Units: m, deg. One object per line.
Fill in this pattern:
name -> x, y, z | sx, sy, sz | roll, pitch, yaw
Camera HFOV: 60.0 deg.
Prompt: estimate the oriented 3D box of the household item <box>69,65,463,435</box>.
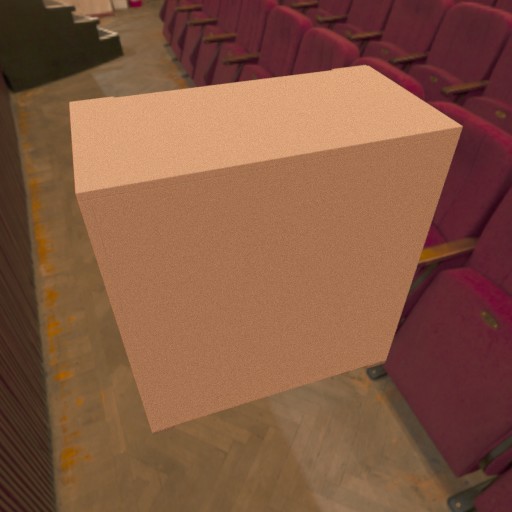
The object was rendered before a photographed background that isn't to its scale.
household item -> 0.000, 0.000, 1.296 | 0.800, 0.870, 0.420 | -13, 43, -14
